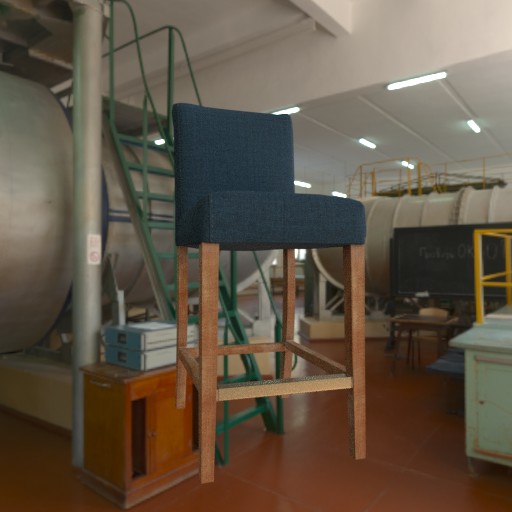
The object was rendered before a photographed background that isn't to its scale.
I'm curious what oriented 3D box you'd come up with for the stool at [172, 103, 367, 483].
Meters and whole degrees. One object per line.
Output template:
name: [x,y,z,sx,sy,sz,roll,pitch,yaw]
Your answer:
stool: [0.000,0.000,1.330,0.454,1.039,0.567,0,0,-18]
